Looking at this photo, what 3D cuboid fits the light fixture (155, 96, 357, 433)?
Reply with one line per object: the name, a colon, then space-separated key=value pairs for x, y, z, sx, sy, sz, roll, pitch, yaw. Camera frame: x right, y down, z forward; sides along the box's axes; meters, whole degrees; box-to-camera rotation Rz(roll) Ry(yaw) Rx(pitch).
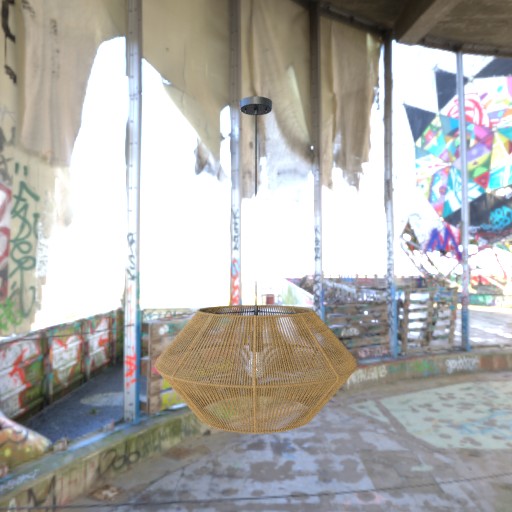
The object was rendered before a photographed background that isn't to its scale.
light fixture: x=0.000 y=0.000 z=1.442 sx=0.643 sy=1.009 sz=0.643 roll=0 pitch=-2 yaw=0
